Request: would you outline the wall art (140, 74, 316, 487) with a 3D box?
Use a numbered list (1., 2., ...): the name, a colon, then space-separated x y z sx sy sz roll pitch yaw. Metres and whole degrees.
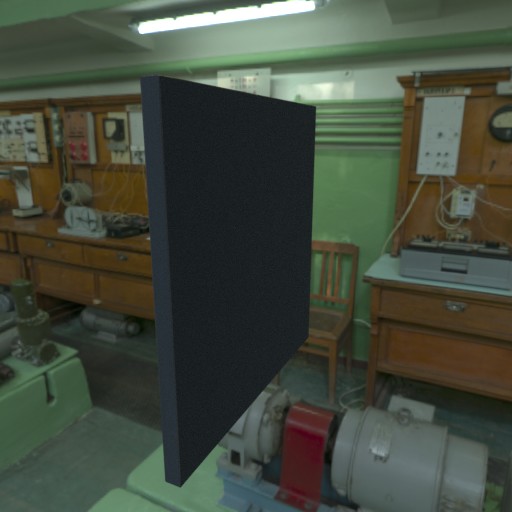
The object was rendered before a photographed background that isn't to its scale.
1. wall art: 0.000 0.000 1.117 0.038 0.762 0.762 7 16 25
